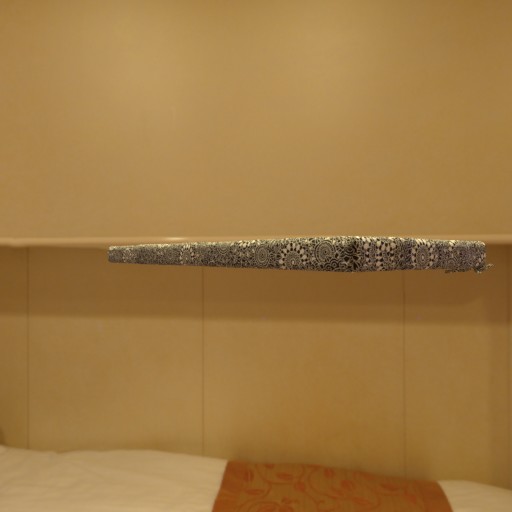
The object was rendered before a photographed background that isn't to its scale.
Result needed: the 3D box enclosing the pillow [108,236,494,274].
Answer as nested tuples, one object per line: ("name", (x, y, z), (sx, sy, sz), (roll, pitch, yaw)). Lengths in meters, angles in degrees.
("pillow", (0.000, 0.000, 1.303), (0.492, 0.081, 1.187), (0, 0, -38))
